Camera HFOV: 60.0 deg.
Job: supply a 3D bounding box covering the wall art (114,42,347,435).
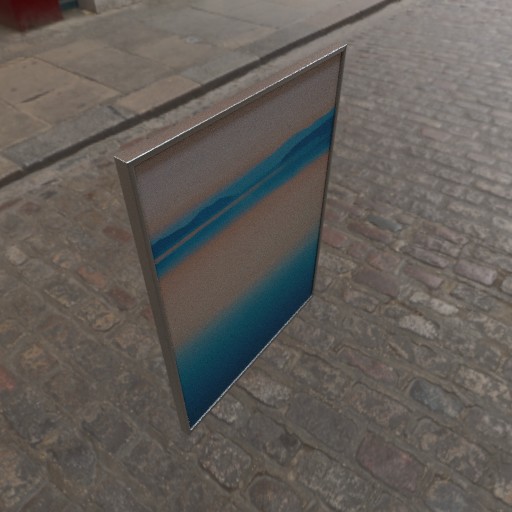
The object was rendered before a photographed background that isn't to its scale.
[{"bbox_3d":[0.000,0.000,1.387,0.037,1.062,0.801,28,50,26],"label":"wall art"}]
